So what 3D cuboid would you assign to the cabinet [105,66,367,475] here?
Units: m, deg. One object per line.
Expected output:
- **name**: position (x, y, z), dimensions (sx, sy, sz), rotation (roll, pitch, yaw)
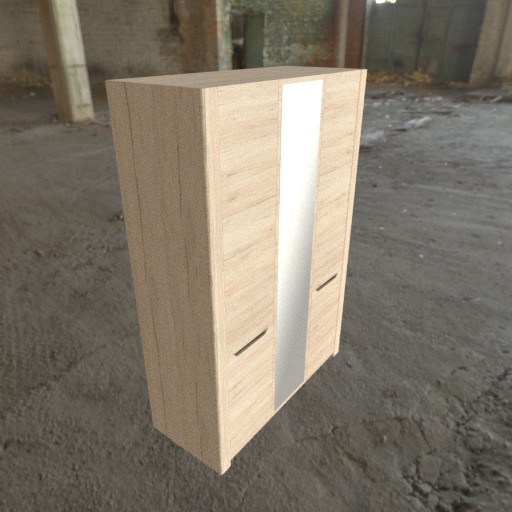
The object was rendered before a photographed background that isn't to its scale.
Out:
- **cabinet**: position (0.000, 0.000, 2.718), dimensions (0.580, 2.070, 1.400), rotation (19, 32, 33)
